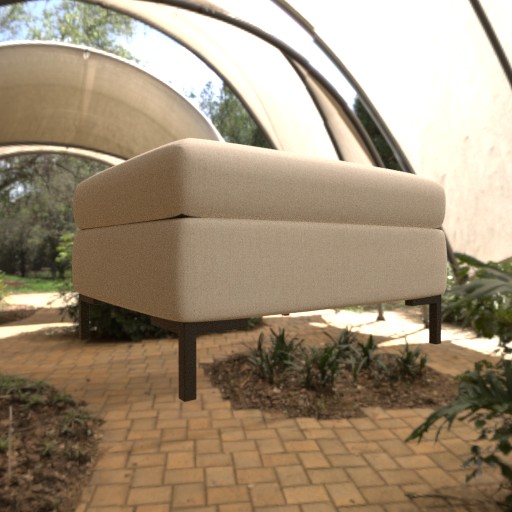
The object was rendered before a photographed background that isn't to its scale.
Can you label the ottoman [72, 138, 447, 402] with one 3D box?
[{"bbox_3d":[0.000,0.000,1.172,0.794,0.453,0.657,-1,1,-36],"label":"ottoman"}]
